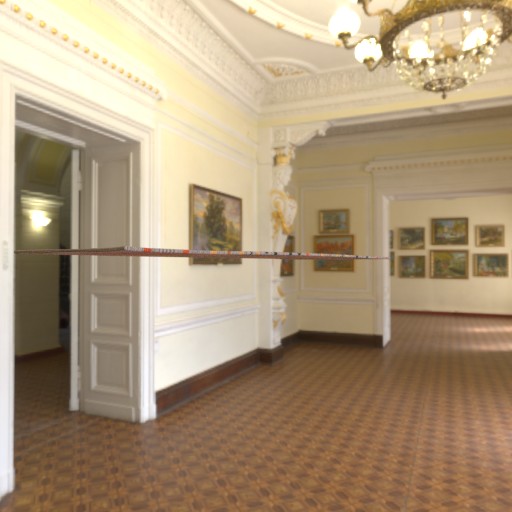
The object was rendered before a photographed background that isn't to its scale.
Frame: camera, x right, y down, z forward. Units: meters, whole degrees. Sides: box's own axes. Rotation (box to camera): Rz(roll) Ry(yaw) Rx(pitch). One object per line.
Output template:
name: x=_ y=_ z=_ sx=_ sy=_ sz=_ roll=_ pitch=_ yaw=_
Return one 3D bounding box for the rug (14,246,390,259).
rug: x=0.000 y=0.000 z=2.596 sx=0.744 sy=0.022 sz=2.419 roll=-1 pitch=-1 yaw=37
